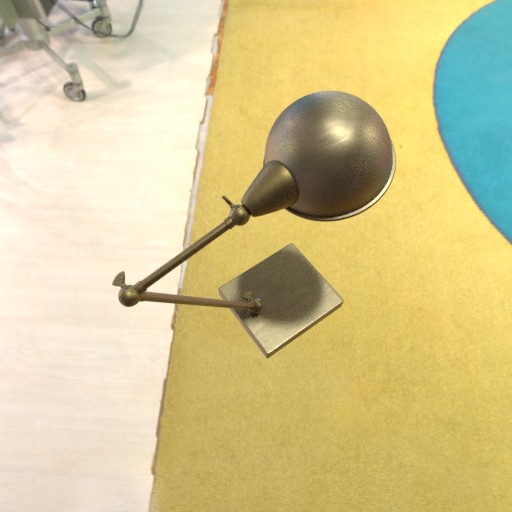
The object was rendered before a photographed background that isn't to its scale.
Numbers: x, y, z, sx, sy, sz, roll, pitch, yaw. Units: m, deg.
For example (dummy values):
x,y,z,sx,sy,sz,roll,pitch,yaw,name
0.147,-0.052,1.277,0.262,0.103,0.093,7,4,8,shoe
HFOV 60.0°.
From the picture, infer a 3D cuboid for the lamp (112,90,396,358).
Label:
x,y,z,sx,sy,sz,roll,pitch,yaw,name
0.000,0.000,0.562,0.339,0.371,0.149,-32,64,-17,lamp
